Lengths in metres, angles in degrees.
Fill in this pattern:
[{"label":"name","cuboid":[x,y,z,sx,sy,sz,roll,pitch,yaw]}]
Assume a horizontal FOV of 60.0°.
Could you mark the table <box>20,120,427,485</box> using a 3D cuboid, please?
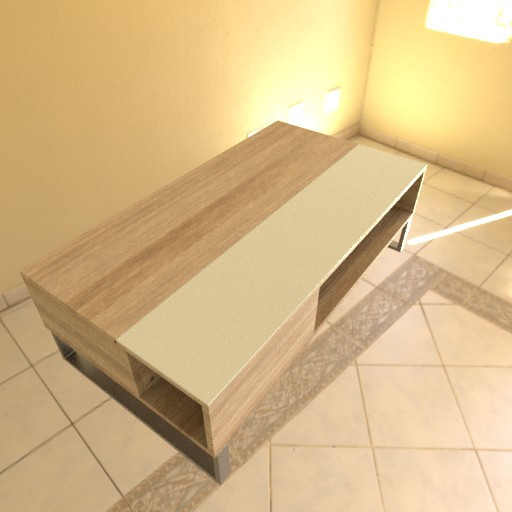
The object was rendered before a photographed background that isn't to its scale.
[{"label":"table","cuboid":[0.000,0.000,1.378,0.600,0.350,1.100,25,46,27]}]
